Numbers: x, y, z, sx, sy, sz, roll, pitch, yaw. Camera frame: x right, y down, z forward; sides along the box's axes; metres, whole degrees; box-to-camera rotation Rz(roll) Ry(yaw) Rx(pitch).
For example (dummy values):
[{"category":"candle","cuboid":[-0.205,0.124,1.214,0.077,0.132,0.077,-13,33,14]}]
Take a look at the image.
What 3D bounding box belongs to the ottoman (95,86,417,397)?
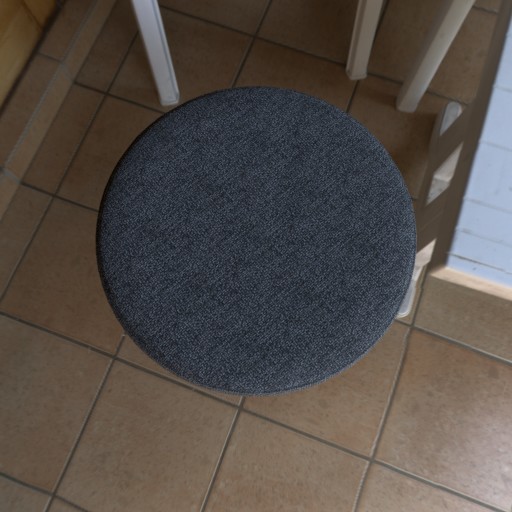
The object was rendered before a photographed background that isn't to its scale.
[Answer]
[{"category":"ottoman","cuboid":[0.000,0.000,0.890,0.520,0.430,0.520,0,76,0]}]
